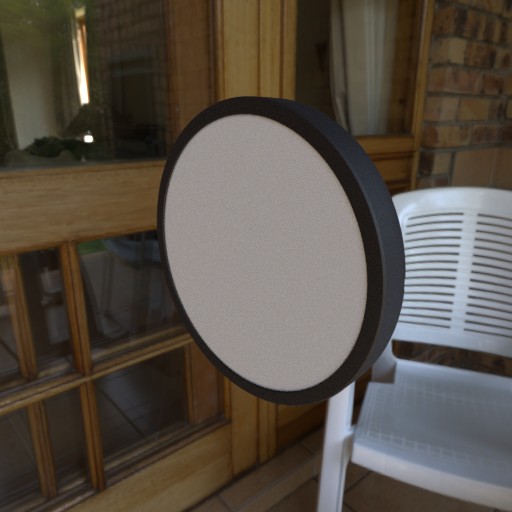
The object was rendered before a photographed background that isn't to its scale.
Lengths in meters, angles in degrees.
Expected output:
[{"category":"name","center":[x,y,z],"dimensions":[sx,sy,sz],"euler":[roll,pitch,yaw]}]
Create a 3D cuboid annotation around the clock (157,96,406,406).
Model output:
[{"category":"clock","center":[0.000,0.000,0.433],"dimensions":[0.293,0.293,0.040],"euler":[16,24,42]}]
